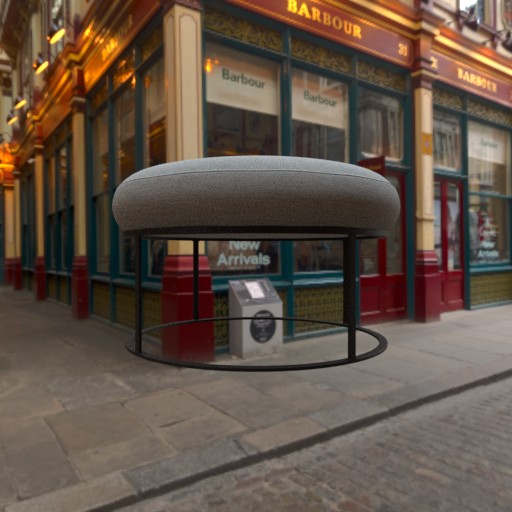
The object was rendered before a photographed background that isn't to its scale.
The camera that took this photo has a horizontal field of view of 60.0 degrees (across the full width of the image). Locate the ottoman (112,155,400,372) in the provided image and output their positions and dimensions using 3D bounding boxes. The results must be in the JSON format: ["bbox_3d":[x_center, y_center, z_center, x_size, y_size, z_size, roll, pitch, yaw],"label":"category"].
[{"bbox_3d":[0.000,0.000,1.242,0.769,0.459,0.769,0,1,0],"label":"ottoman"}]
